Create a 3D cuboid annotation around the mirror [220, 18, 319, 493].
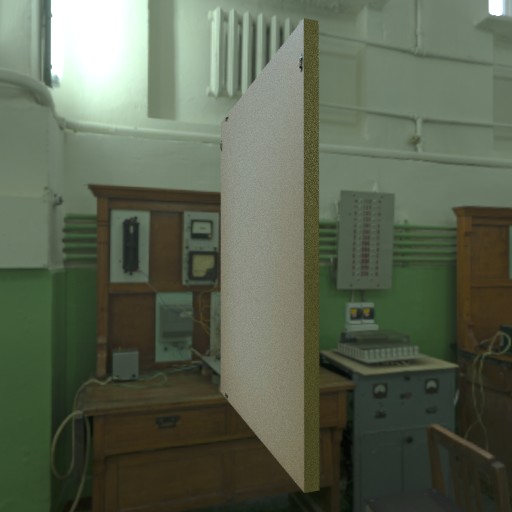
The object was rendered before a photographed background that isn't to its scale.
[{"bbox_3d":[0.000,0.000,1.315,0.040,1.016,0.762,0,-1,-18],"label":"mirror"}]
